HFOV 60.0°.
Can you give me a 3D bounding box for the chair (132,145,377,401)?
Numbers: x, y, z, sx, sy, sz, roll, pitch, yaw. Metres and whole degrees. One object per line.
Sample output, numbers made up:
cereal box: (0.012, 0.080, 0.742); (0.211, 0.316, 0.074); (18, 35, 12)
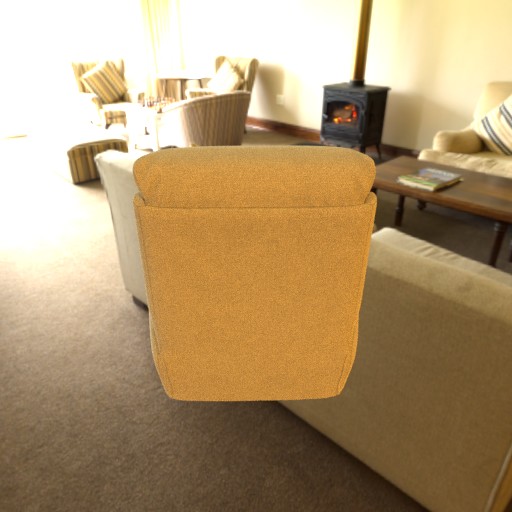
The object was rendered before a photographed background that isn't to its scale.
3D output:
chair: (0.000, 0.000, 1.680); (0.812, 1.015, 0.941); (-1, 28, -1)
